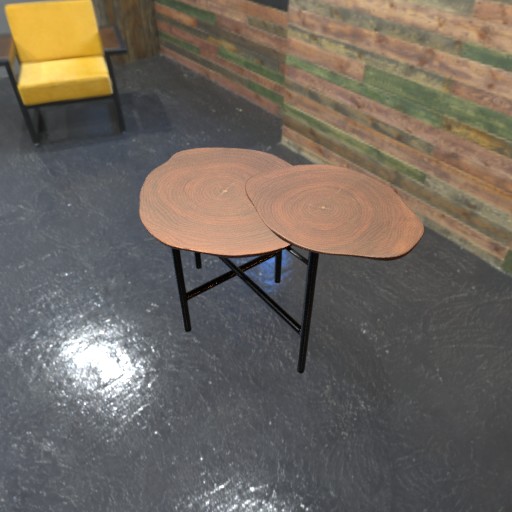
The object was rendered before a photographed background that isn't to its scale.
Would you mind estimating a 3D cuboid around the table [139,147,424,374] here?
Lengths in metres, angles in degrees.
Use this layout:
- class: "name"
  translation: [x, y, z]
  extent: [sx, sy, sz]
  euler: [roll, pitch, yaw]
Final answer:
- class: "table"
  translation: [0.000, 0.000, 1.093]
  extent: [0.442, 0.538, 0.759]
  euler: [-26, 47, -26]
